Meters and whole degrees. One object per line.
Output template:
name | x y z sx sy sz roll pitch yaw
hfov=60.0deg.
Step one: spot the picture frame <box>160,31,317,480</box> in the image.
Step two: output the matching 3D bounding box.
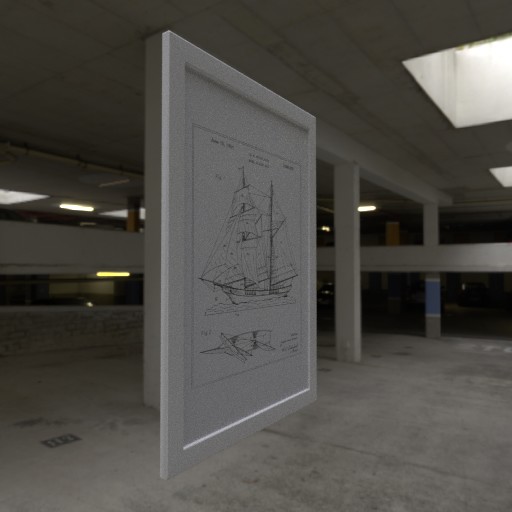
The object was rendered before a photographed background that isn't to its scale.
picture frame | 0.000 0.000 0.683 0.012 0.534 0.381 -1 -2 35
